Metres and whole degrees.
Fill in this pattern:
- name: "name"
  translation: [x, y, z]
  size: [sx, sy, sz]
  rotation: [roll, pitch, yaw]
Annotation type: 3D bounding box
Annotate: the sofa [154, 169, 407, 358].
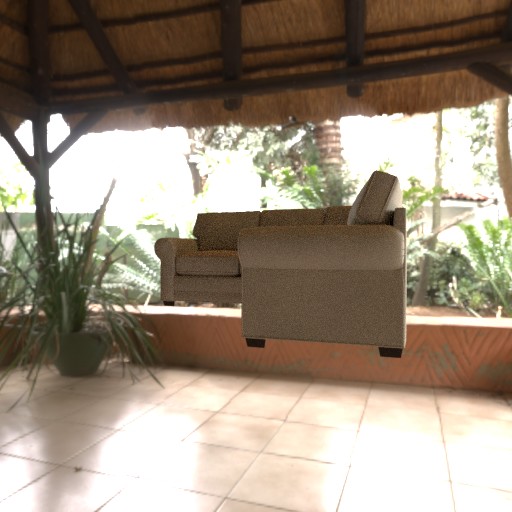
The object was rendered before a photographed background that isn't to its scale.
- name: "sofa"
  translation: [0.000, 0.000, 3.854]
  size: [2.487, 1.054, 2.569]
  rotation: [0, 1, 19]
